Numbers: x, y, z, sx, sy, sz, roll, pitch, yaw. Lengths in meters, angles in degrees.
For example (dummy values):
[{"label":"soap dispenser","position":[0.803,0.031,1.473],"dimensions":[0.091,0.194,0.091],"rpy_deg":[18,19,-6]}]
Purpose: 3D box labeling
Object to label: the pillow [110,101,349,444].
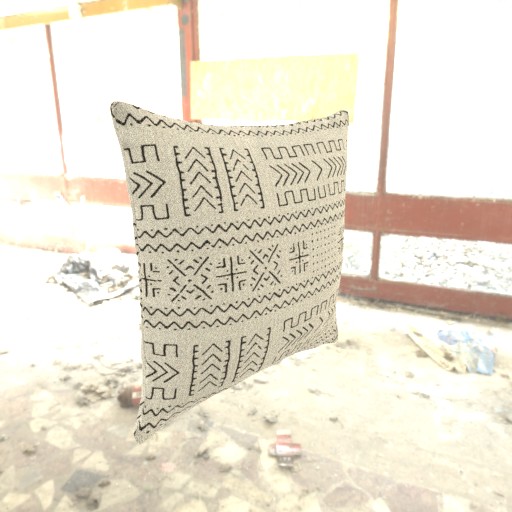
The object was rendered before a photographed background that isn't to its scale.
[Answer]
[{"label":"pillow","position":[0.000,0.000,0.663],"dimensions":[0.438,0.430,0.164],"rpy_deg":[-15,22,-42]}]
